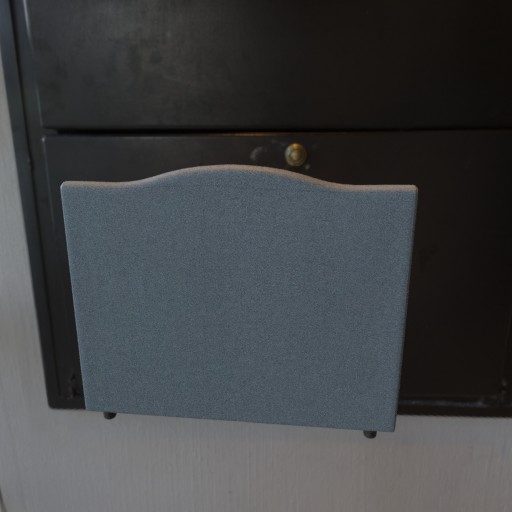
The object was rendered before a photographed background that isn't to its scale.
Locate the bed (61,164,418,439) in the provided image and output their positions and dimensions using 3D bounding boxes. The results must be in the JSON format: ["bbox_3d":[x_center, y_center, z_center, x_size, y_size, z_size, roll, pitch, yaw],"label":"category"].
[{"bbox_3d":[0.000,0.000,3.300,1.753,1.460,2.143,2,15,6],"label":"bed"}]
